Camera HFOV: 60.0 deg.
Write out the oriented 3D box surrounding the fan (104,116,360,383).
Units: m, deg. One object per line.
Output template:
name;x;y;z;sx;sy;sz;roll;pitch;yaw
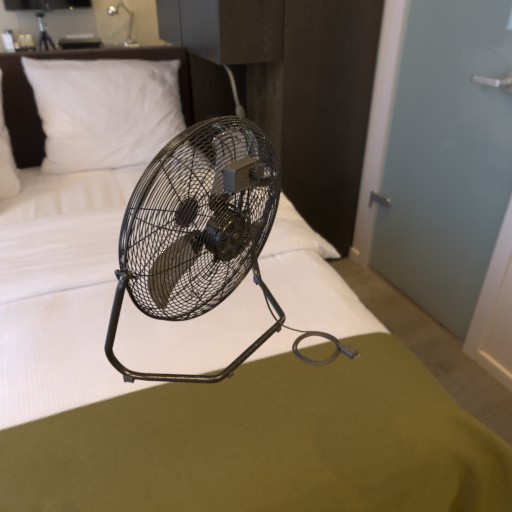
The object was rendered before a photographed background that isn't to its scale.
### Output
fan;0.000;0.000;1.039;0.470;0.605;0.595;21;37;31
